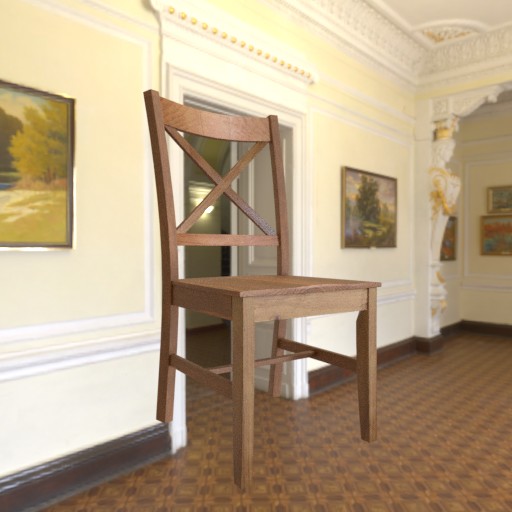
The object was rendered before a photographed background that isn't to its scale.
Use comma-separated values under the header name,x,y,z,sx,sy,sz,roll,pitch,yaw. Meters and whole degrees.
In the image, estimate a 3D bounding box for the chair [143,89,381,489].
name,x,y,z,sx,sy,sz,roll,pitch,yaw
chair,0.000,0.000,1.271,0.485,0.983,0.542,-1,1,-34
